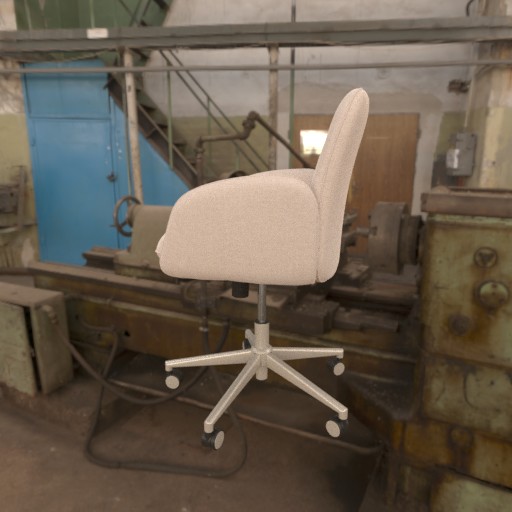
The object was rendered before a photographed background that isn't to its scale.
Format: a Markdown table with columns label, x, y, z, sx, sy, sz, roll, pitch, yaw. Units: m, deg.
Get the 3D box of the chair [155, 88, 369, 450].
| label | x | y | z | sx | sy | sz | roll | pitch | yaw |
| --- | --- | --- | --- | --- | --- | --- | --- | --- | --- |
| chair | 0.000 | 0.000 | 1.390 | 0.633 | 0.959 | 0.648 | 2 | 14 | 9 |
